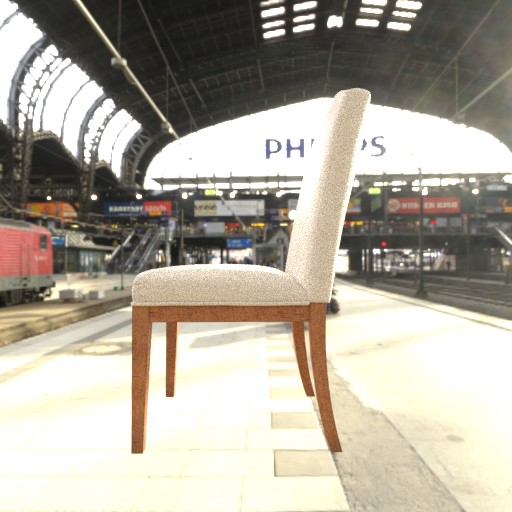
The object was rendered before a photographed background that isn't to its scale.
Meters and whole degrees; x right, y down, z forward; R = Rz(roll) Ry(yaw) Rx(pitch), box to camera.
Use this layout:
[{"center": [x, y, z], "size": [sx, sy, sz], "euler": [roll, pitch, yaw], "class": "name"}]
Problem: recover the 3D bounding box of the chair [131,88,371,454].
[{"center": [0.000, 0.000, 1.389], "size": [0.648, 1.012, 0.534], "euler": [0, -1, -1], "class": "chair"}]
